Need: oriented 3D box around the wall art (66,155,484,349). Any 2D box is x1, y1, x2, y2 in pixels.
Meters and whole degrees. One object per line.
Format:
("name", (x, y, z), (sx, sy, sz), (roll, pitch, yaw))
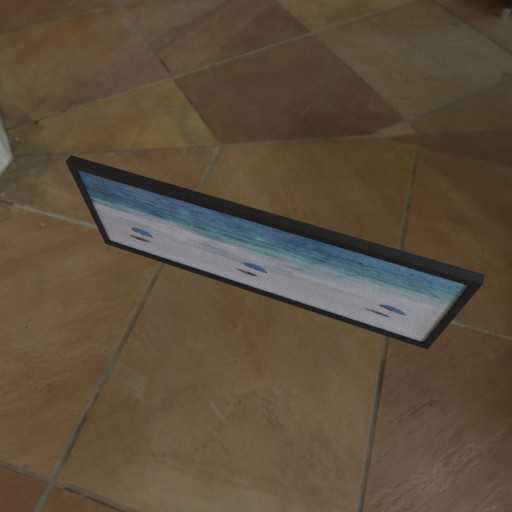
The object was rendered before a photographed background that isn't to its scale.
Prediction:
("wall art", (0.000, 0.000, 1.816), (1.572, 0.554, 0.041), (17, 58, 11))
